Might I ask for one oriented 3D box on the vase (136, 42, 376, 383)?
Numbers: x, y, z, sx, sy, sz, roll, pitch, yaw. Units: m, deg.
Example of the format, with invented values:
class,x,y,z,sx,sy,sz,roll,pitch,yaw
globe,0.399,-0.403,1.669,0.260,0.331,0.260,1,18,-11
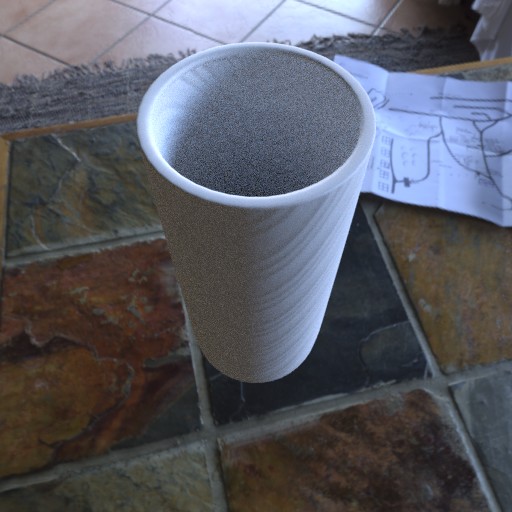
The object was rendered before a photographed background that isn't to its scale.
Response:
class,x,y,z,sx,sy,sz,roll,pitch,yaw
vase,0.000,0.000,0.389,0.143,0.316,0.143,0,59,0
